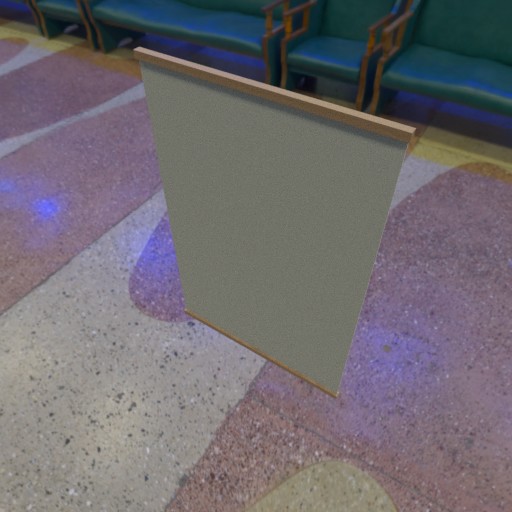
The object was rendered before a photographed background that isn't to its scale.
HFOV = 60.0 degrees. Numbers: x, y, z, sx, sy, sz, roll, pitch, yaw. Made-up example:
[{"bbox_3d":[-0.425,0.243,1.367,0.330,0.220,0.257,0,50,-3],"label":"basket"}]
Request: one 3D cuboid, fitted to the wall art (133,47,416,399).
[{"bbox_3d":[0.000,0.000,1.899,0.990,1.519,0.030,25,51,22],"label":"wall art"}]
